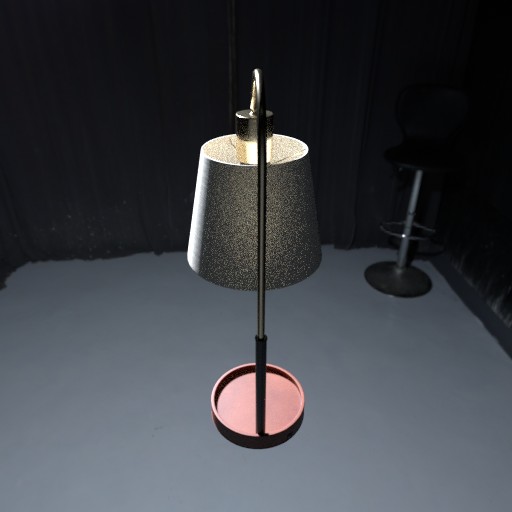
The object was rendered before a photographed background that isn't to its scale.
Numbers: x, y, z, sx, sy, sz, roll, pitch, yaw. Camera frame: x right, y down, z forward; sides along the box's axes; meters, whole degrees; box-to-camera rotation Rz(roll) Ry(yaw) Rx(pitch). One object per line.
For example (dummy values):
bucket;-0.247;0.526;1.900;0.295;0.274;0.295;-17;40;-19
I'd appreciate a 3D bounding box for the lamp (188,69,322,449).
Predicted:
lamp;0.000;0.000;0.667;0.211;0.536;0.273;-2;31;-3
